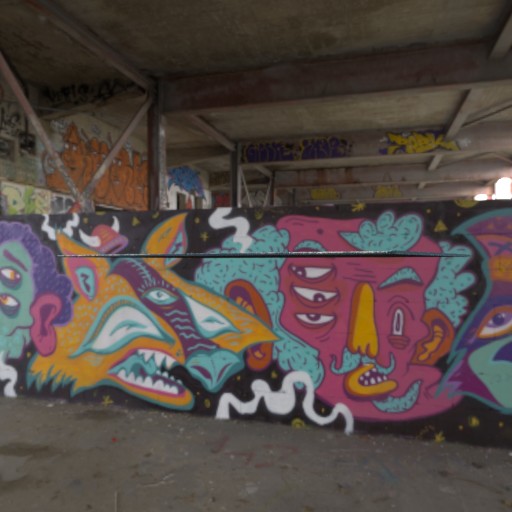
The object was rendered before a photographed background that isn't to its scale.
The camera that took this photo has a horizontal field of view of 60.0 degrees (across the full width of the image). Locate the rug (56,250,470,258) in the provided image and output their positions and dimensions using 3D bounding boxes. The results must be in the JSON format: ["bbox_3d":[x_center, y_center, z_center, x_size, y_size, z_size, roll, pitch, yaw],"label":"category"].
[{"bbox_3d":[0.000,0.000,3.059,2.449,0.015,1.530,0,-1,36],"label":"rug"}]
